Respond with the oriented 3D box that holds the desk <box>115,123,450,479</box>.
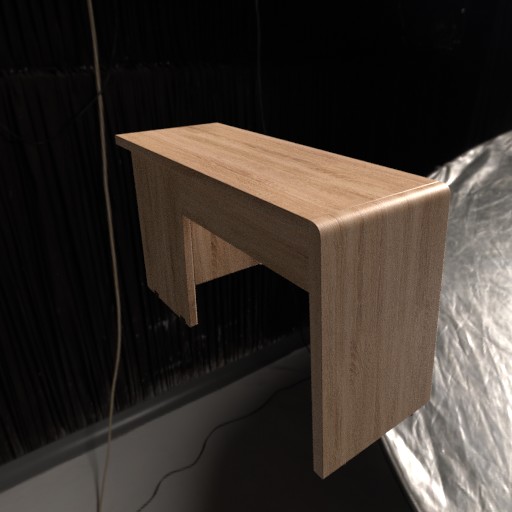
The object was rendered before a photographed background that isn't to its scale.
[{"bbox_3d":[0.000,0.000,1.669,0.500,0.750,1.300,-18,32,-32],"label":"desk"}]
